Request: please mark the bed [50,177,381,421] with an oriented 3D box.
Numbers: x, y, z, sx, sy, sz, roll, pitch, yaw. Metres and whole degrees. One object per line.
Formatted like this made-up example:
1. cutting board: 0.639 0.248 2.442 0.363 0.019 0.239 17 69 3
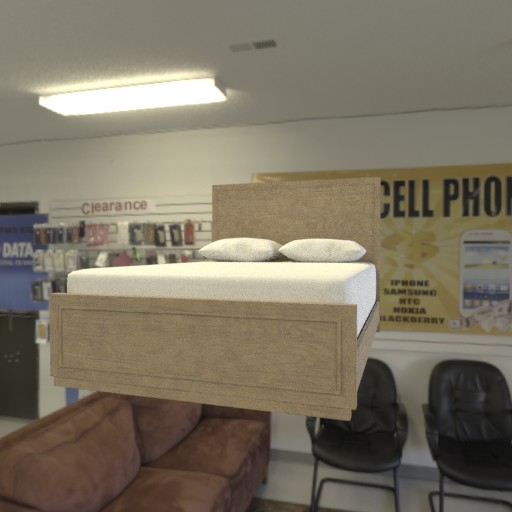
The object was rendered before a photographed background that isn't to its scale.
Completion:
1. bed: 0.000 0.000 3.153 1.606 1.369 2.189 0 1 18
